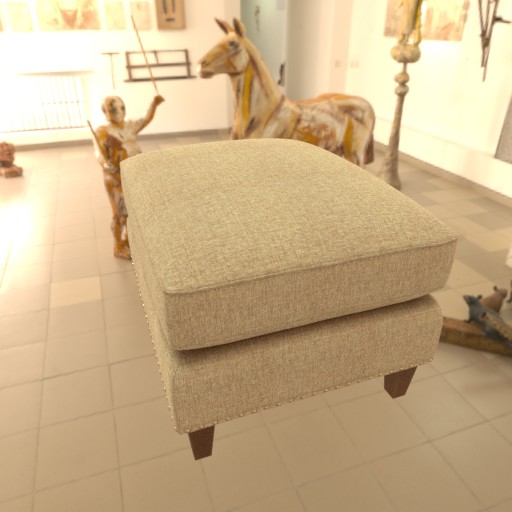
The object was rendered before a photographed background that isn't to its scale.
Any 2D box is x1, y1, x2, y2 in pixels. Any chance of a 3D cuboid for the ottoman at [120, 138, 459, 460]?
[{"bbox_3d":[0.000,0.000,1.135,0.584,0.513,0.741,-10,30,-18],"label":"ottoman"}]
